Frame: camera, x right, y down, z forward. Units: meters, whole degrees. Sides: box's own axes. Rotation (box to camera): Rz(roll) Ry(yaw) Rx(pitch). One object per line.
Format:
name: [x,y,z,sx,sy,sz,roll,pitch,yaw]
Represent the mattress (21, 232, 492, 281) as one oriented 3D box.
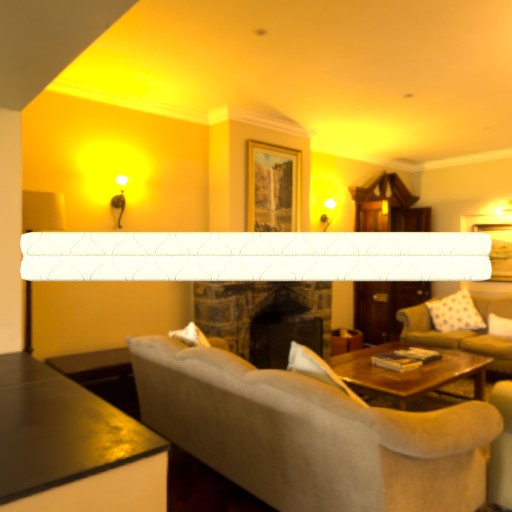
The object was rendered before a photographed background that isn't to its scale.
mattress: [0.000,0.000,2.479,1.900,0.200,1.400,0,0,0]
